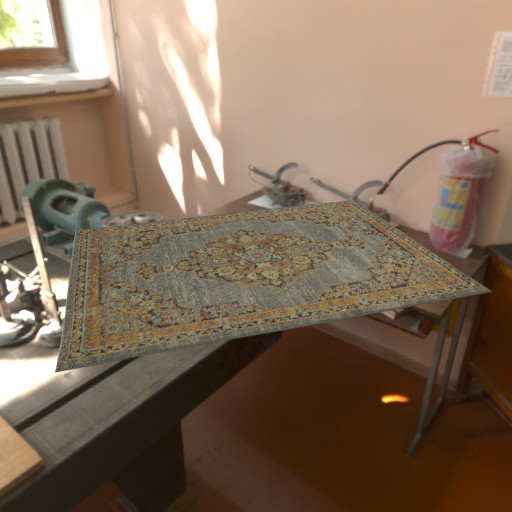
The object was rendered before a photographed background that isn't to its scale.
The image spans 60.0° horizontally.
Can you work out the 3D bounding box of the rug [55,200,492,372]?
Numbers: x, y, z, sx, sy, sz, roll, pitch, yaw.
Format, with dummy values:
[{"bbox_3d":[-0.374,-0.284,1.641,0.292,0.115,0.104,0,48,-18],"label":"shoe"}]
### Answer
[{"bbox_3d":[0.000,0.000,3.852,3.063,0.024,2.158,-8,28,-15],"label":"rug"}]
